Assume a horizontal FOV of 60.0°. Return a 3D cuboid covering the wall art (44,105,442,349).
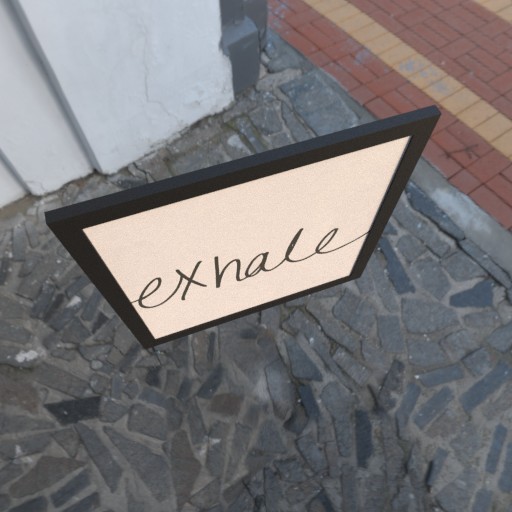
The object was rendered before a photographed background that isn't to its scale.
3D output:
[{"bbox_3d":[0.000,0.000,0.539,0.358,0.357,0.012,-17,64,-9],"label":"wall art"}]
